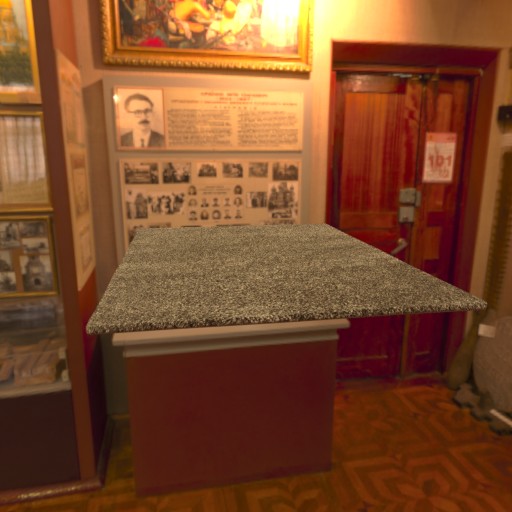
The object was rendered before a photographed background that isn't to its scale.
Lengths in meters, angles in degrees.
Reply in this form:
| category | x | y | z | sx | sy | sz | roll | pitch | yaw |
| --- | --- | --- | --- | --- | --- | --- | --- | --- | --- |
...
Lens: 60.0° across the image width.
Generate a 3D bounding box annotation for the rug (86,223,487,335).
| category | x | y | z | sx | sy | sz | roll | pitch | yaw |
| --- | --- | --- | --- | --- | --- | --- | --- | --- | --- |
| rug | 0.000 | 0.000 | 2.054 | 1.198 | 0.025 | 1.601 | -2 | 13 | -9 |
